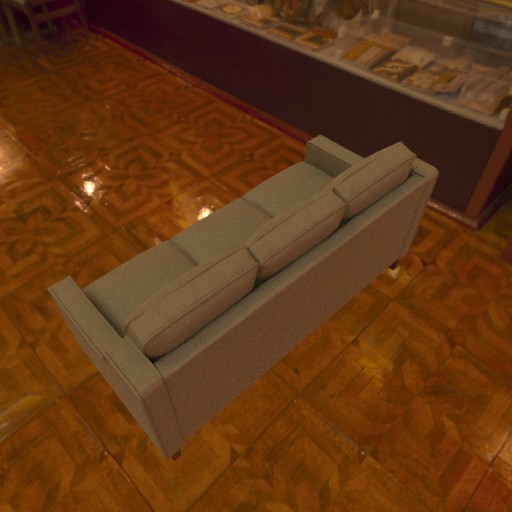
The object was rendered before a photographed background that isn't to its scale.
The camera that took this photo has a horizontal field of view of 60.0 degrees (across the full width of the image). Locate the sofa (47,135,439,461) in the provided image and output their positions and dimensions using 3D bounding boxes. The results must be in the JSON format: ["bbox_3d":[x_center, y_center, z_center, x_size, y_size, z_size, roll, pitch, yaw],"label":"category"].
[{"bbox_3d":[0.000,0.000,2.514,1.986,0.974,0.911,-34,56,-27],"label":"sofa"}]
